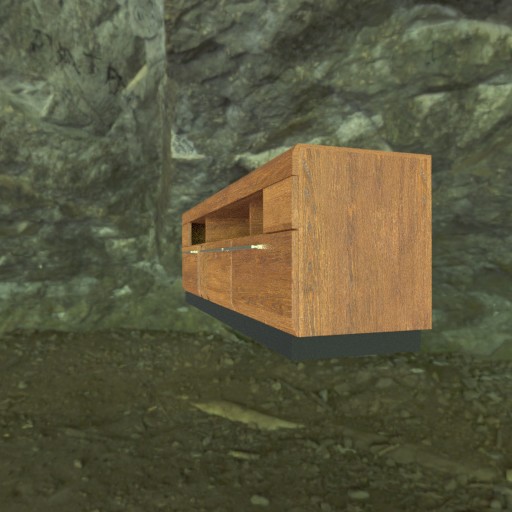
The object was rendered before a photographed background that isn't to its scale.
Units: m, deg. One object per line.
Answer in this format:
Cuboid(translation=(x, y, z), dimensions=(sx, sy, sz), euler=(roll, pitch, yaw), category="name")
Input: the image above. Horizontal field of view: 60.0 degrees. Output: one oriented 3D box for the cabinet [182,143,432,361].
Cuboid(translation=(0.000, 0.000, 1.833), dimensions=(0.419, 0.510, 1.600), euler=(0, 0, -18), category="cabinet")
